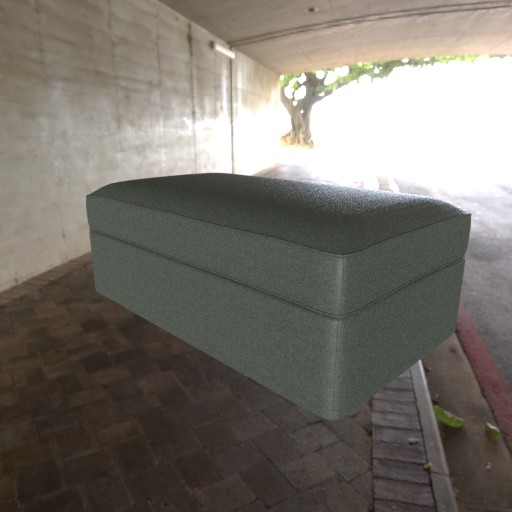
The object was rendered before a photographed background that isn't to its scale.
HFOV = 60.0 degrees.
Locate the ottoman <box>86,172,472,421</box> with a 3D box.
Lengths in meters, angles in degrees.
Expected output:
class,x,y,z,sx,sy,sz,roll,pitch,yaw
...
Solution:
class,x,y,z,sx,sy,sz,roll,pitch,yaw
ottoman,0.000,0.000,1.532,0.681,0.494,1.173,-16,23,-42
